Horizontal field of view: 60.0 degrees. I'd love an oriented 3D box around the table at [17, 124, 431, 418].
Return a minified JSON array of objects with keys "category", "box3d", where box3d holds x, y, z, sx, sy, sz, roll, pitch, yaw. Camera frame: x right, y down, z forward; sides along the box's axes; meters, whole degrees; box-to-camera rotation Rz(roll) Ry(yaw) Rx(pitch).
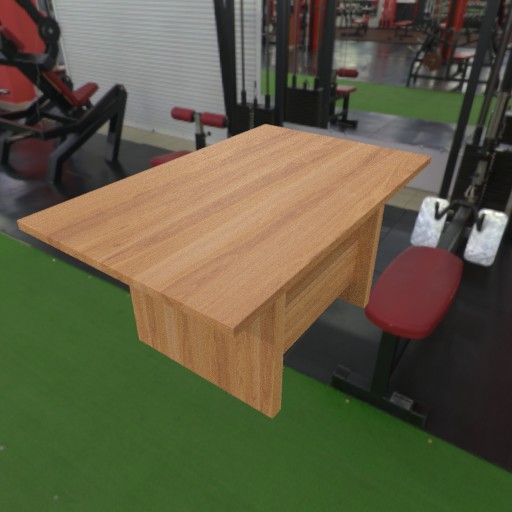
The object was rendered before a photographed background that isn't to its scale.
[{"category":"table","box3d":[0.000,0.000,1.459,0.700,0.510,1.100,21,37,30]}]
